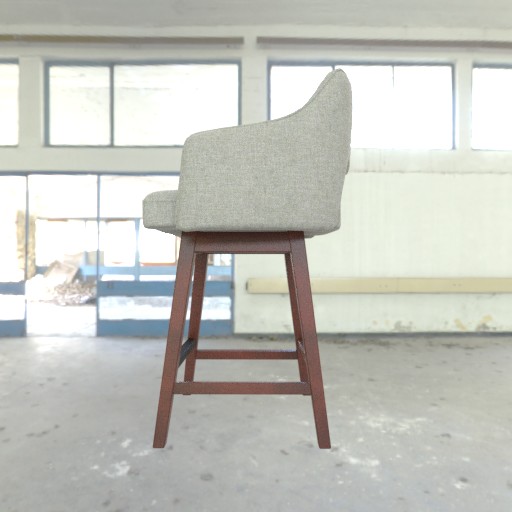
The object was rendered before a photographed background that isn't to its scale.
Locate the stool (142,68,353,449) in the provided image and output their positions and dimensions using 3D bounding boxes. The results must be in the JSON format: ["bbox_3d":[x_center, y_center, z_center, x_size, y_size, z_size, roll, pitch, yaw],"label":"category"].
[{"bbox_3d":[0.000,0.000,1.309,0.558,0.944,0.599,0,0,0],"label":"stool"}]
